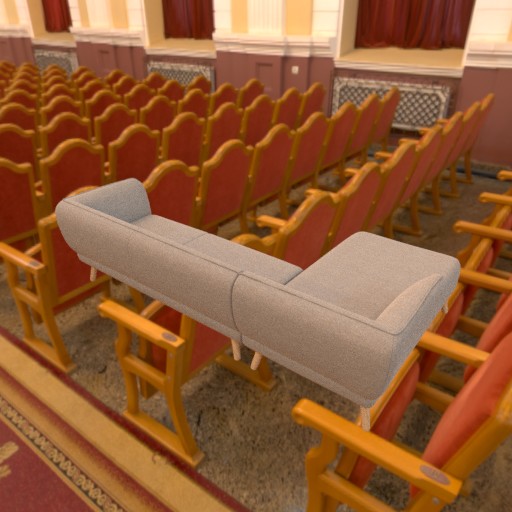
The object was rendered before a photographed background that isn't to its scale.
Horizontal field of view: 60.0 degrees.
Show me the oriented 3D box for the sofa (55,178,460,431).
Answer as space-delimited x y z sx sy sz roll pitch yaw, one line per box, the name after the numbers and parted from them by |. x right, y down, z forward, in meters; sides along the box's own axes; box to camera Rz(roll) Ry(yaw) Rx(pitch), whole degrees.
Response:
0.000 0.000 3.237 2.653 0.693 1.532 20 35 32 | sofa
